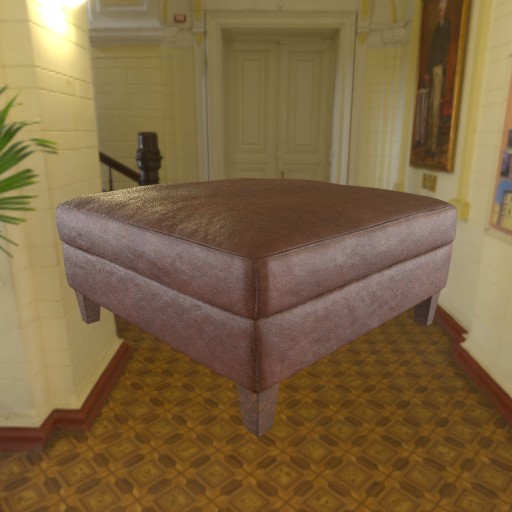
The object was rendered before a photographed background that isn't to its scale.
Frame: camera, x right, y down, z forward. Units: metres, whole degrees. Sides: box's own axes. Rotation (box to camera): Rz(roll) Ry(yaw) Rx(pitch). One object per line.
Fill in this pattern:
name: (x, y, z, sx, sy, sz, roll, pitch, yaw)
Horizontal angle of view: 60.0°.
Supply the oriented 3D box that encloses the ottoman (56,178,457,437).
ottoman: (0.000, 0.000, 1.294, 0.836, 0.415, 0.844, -15, 22, -43)
